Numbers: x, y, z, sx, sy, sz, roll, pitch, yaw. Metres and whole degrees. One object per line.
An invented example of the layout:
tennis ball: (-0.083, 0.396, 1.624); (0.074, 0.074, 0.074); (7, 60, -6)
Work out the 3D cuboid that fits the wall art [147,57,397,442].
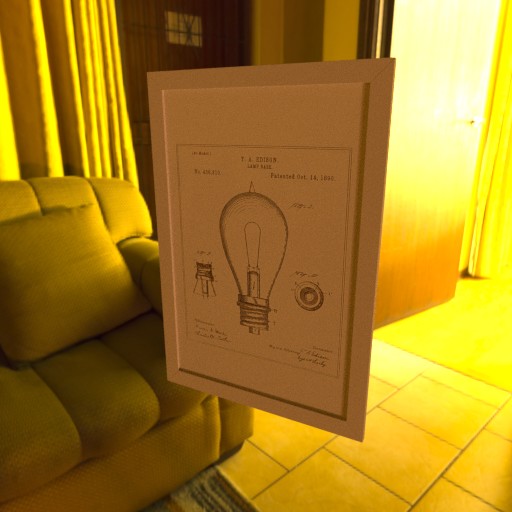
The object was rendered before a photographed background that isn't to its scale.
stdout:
wall art: (0.000, 0.000, 0.598); (0.325, 0.474, 0.010); (9, 19, 26)
